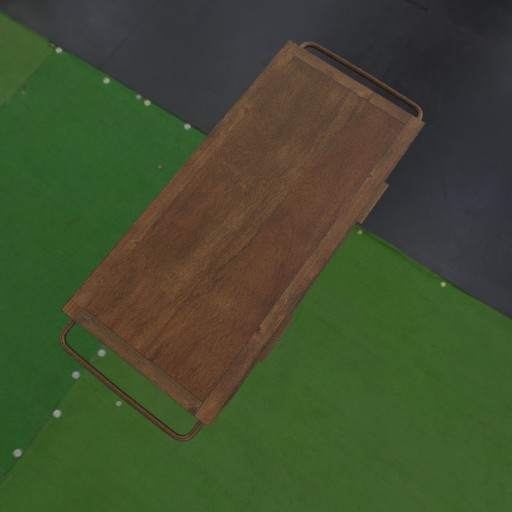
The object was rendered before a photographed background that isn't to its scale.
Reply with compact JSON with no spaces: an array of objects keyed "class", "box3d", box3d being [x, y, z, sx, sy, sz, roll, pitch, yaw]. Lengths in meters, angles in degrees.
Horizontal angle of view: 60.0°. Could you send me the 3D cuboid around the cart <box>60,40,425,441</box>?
[{"class":"cart","box3d":[0.000,0.000,1.480,0.445,0.830,1.065,35,78,9]}]
